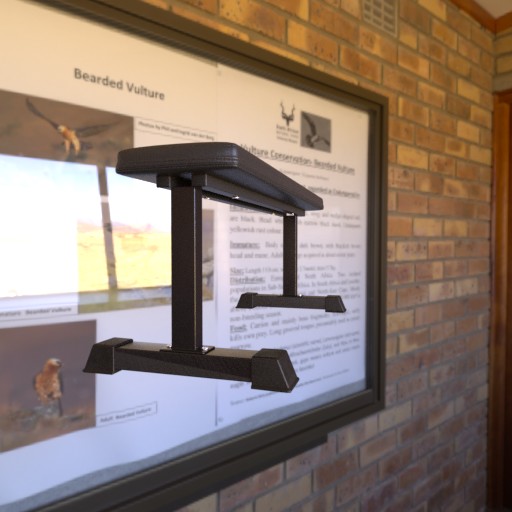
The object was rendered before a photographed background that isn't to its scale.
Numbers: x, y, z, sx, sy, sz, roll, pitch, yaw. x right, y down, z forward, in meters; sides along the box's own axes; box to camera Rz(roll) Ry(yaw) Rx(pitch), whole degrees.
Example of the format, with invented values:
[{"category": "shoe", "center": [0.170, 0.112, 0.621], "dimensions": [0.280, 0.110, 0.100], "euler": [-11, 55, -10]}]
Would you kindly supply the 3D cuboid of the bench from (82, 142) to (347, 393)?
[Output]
[{"category": "bench", "center": [0.000, 0.000, 1.326], "dimensions": [0.439, 0.453, 1.072], "euler": [1, 2, 17]}]
